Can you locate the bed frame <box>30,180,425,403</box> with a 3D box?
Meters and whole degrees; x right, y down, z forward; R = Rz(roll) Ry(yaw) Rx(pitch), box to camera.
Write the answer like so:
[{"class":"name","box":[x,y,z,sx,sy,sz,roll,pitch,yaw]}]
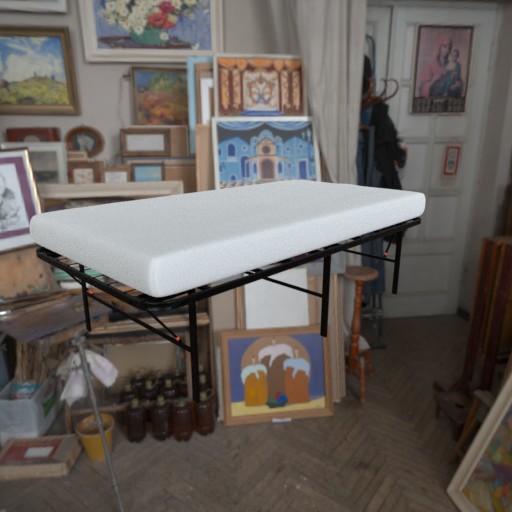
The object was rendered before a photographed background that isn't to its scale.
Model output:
[{"class":"bed frame","box":[0.000,0.000,2.344,0.989,0.619,1.903,15,22,42]}]
